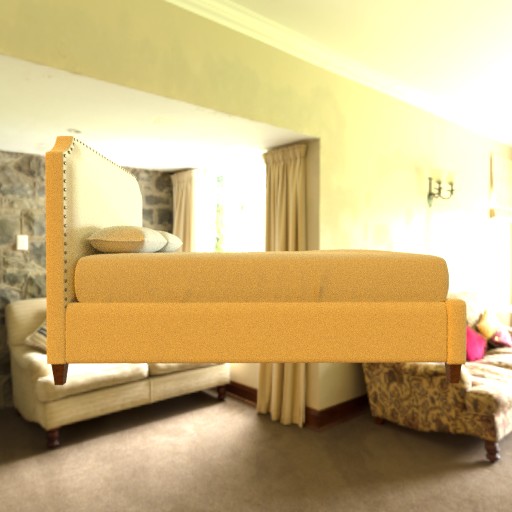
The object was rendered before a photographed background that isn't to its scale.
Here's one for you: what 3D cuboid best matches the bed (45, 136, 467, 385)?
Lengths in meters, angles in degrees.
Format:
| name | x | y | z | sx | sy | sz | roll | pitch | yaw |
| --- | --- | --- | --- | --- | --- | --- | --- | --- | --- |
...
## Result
| name | x | y | z | sx | sy | sz | roll | pitch | yaw |
| --- | --- | --- | --- | --- | --- | --- | --- | --- | --- |
| bed | 0.000 | 0.000 | 3.284 | 2.329 | 1.415 | 1.703 | 0 | 1 | -1 |
